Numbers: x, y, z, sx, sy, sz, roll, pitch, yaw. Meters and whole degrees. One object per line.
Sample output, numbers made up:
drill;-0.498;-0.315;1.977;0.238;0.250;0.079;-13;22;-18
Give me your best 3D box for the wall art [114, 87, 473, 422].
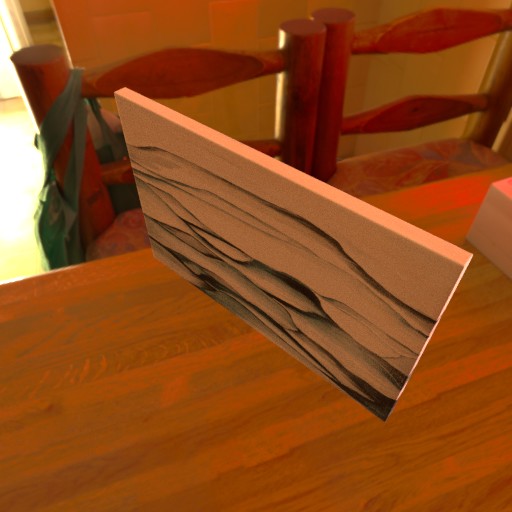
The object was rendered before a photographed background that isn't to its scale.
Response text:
wall art;0.000;0.000;1.147;0.914;0.609;0.039;32;54;26
